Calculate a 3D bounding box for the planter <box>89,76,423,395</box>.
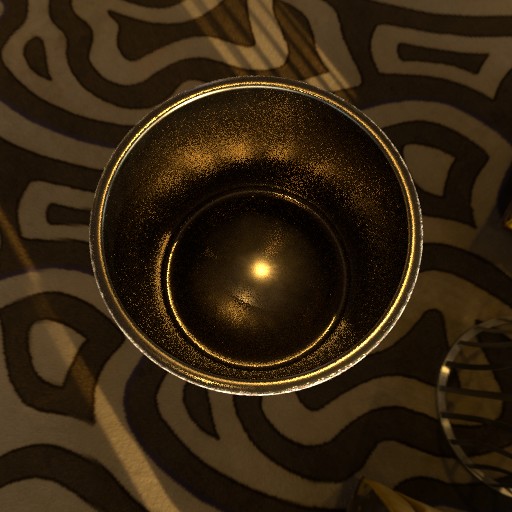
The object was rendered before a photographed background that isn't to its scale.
[{"bbox_3d":[0.000,0.000,0.307,0.178,0.157,0.178,0,76,0],"label":"planter"}]
